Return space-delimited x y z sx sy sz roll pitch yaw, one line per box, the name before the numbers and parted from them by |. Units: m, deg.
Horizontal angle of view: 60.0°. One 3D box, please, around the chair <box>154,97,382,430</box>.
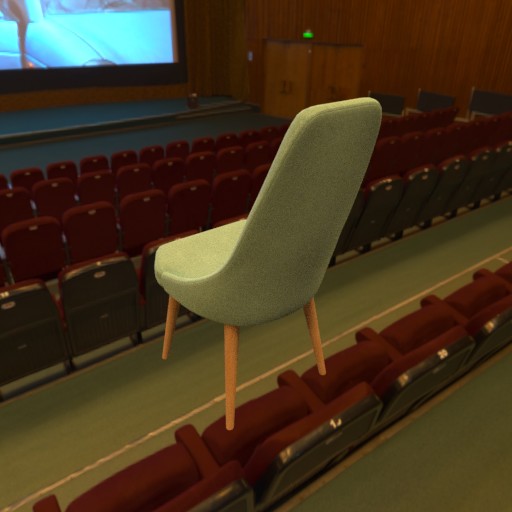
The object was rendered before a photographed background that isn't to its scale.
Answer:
chair | 0.000 0.000 1.404 0.510 1.040 0.660 -20 36 -31
